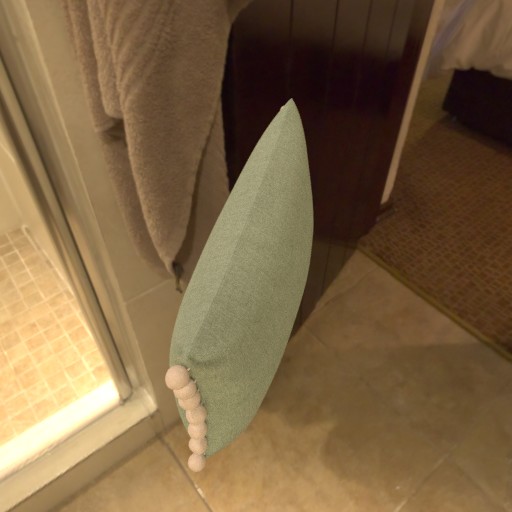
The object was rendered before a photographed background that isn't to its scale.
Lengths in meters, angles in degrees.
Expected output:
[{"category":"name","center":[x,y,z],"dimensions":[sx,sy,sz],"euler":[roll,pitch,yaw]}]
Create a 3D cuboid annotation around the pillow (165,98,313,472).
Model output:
[{"category":"pillow","center":[0.000,0.000,0.841],"dimensions":[0.201,0.322,0.709],"euler":[10,46,10]}]
